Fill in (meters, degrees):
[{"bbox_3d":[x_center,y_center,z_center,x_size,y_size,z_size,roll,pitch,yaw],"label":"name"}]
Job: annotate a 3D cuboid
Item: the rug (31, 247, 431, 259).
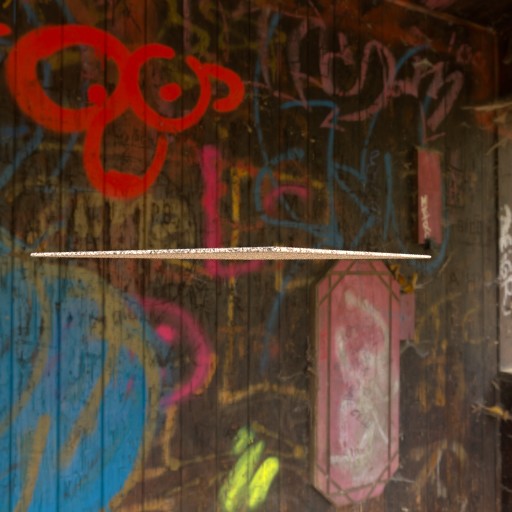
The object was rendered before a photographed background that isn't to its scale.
[{"bbox_3d":[0.000,0.000,4.195,2.438,0.029,3.047,-1,-1,35],"label":"rug"}]
